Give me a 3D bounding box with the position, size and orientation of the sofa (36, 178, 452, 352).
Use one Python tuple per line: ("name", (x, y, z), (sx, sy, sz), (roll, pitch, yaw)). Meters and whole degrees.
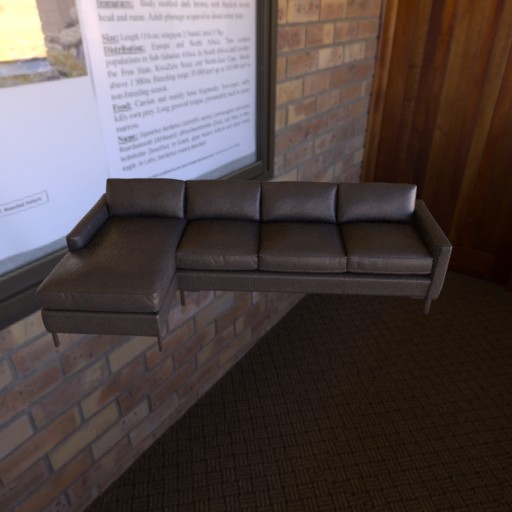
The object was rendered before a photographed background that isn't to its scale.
("sofa", (0.000, 0.000, 3.614), (2.993, 0.859, 1.471), (2, 30, 3))
